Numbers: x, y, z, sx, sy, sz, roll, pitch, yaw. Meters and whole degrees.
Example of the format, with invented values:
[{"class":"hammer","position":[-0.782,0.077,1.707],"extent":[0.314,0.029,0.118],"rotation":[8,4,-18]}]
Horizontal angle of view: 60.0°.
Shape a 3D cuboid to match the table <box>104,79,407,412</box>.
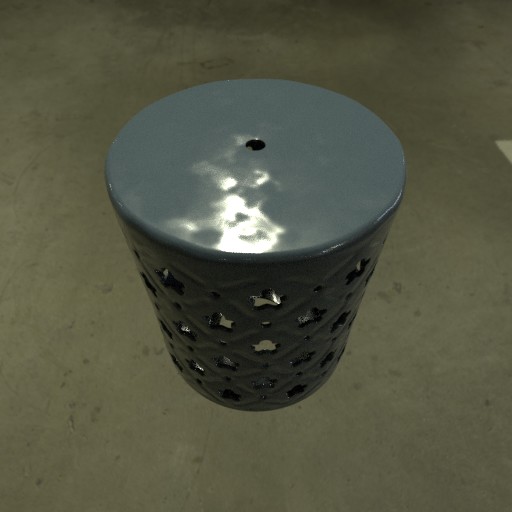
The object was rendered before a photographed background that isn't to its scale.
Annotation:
[{"class":"table","position":[0.000,0.000,0.658],"extent":[0.352,0.387,0.352],"rotation":[0,48,0]}]
